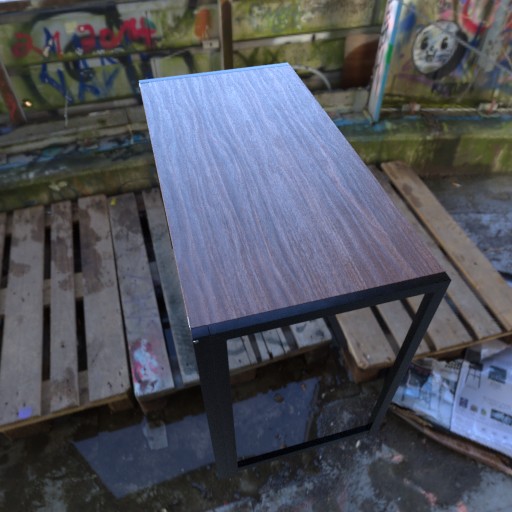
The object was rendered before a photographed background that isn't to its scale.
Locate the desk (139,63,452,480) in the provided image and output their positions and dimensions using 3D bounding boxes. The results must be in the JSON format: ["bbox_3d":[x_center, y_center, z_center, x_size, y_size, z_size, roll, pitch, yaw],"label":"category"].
[{"bbox_3d":[0.000,0.000,1.420,0.508,0.762,1.016,-11,48,-10],"label":"desk"}]
